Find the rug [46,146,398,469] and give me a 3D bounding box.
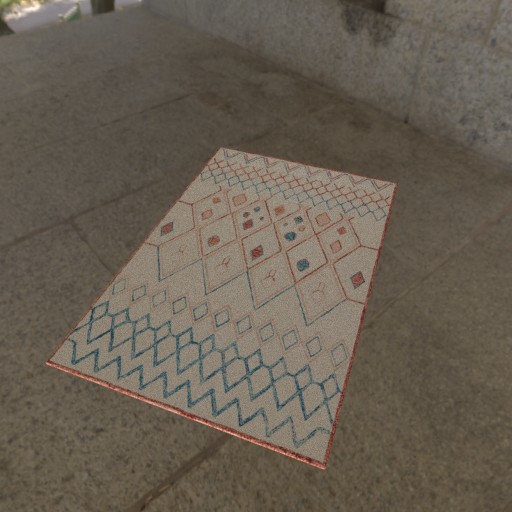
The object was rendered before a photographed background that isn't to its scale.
[{"bbox_3d":[0.000,0.000,2.330,1.219,0.016,1.829,15,47,14],"label":"rug"}]
